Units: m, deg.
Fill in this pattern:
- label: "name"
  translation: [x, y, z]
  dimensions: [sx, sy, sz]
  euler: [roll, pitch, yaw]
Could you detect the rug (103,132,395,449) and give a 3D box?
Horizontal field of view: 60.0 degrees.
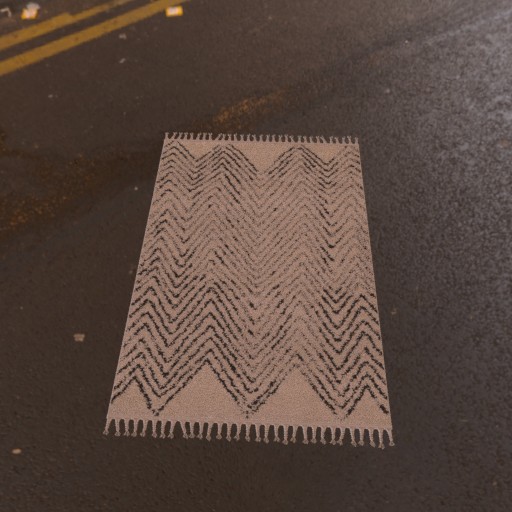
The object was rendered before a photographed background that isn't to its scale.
- label: "rug"
  translation: [0.000, 0.000, 2.338]
  dimensions: [1.230, 0.014, 1.847]
  euler: [2, 58, 1]
